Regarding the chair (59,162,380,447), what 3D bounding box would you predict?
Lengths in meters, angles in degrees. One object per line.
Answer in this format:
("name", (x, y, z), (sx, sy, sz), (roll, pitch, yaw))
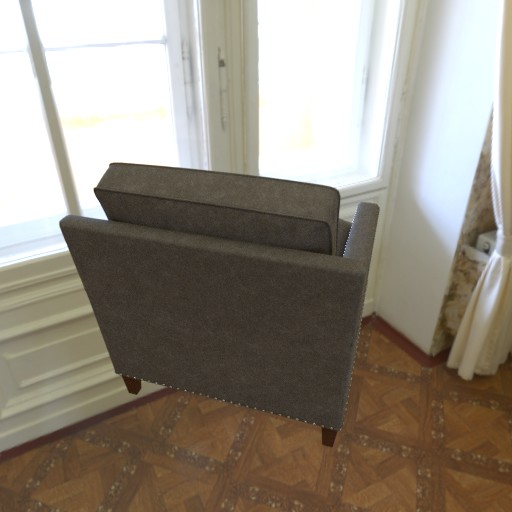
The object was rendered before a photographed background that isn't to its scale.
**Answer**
("chair", (0.000, 0.000, 1.701), (0.853, 0.948, 1.014), (9, 33, 15))
